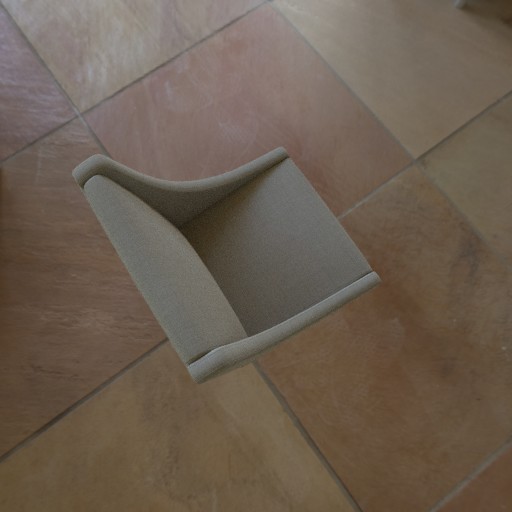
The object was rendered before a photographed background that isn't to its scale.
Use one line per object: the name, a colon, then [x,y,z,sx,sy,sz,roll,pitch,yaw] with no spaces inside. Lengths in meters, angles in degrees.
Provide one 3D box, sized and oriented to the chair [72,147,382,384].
chair: [0.000,0.000,1.406,0.611,1.021,0.575,-32,78,-8]
